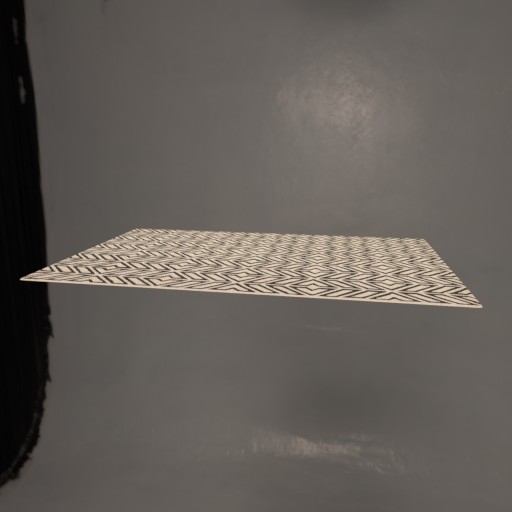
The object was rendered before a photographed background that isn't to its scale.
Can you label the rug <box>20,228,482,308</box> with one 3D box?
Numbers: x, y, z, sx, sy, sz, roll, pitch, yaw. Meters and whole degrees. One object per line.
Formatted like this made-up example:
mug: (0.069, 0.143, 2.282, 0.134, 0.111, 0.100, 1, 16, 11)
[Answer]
rug: (0.000, 0.000, 3.005, 2.438, 0.008, 1.523, 3, 15, 10)
